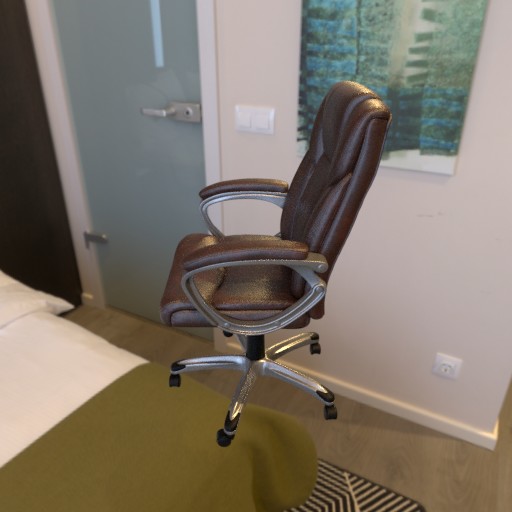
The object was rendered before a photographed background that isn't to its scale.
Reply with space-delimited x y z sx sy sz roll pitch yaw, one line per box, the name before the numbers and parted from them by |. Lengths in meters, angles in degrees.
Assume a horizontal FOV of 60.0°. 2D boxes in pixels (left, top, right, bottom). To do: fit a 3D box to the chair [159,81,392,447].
chair | 0.000 0.000 1.549 0.692 1.128 0.656 -1 27 -2
